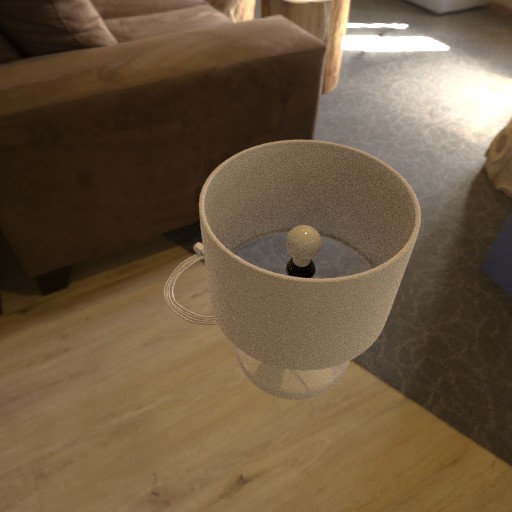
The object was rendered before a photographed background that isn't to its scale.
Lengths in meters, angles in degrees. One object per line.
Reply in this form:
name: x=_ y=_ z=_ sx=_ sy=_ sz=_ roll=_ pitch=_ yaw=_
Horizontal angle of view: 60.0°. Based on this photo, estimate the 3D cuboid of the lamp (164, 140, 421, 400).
lamp: x=0.000 y=0.000 z=0.856 sx=0.401 sy=0.457 sz=0.546 roll=-9 pitch=47 yaw=-9
